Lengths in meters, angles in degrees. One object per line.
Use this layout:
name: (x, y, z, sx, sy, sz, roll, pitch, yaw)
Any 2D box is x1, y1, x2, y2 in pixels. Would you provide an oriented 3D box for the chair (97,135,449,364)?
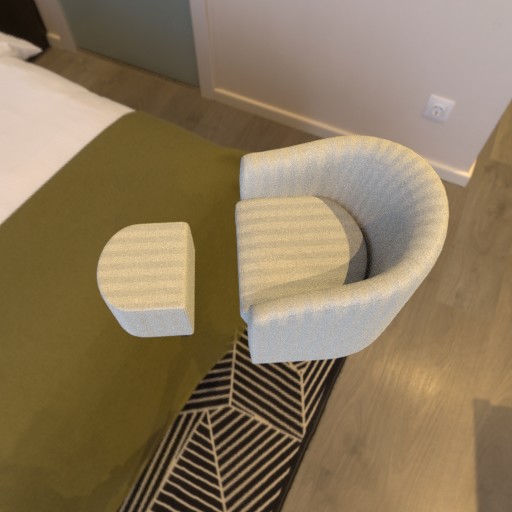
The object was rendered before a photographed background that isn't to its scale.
chair: (0.000, 0.000, 1.789, 1.288, 0.757, 0.756, -3, 59, -2)
